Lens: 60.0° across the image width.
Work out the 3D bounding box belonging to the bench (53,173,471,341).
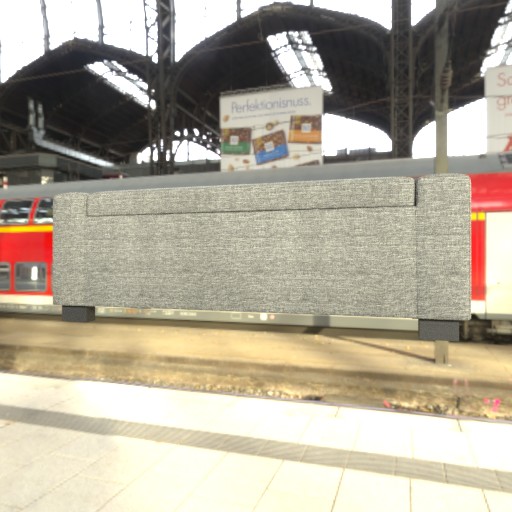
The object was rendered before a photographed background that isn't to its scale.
[{"bbox_3d":[0.000,0.000,1.548,1.296,0.445,0.508,0,0,17],"label":"bench"}]
